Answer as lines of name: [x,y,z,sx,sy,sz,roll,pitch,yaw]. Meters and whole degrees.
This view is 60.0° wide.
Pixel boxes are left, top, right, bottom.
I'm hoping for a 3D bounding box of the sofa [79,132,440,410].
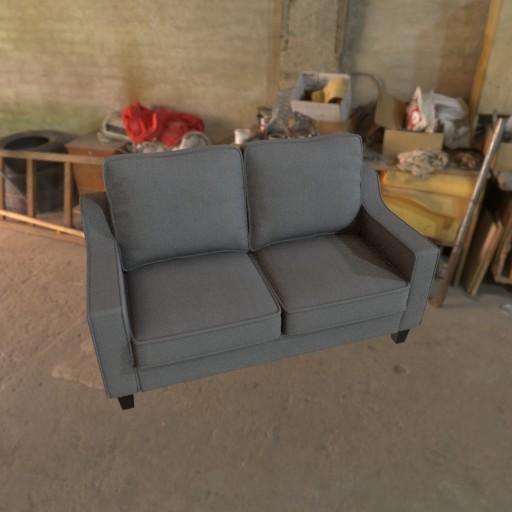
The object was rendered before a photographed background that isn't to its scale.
sofa: [0.000,0.000,2.109,1.500,0.948,0.791,-10,33,-15]
